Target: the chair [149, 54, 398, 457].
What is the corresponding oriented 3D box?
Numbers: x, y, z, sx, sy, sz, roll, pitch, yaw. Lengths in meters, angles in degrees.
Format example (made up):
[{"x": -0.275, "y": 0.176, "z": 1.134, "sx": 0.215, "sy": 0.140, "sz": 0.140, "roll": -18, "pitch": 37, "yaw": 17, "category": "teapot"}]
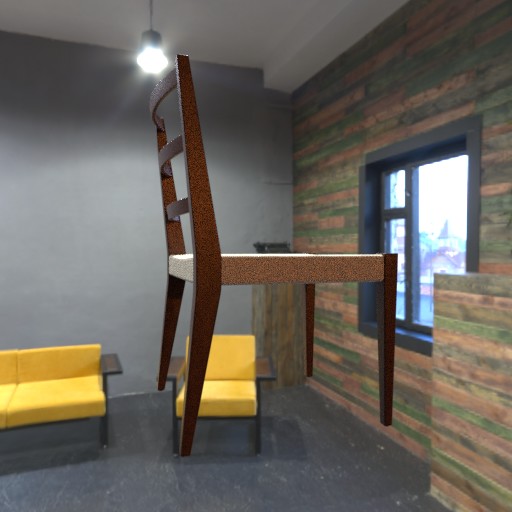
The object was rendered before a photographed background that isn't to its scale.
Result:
[{"x": 0.000, "y": 0.000, "z": 1.185, "sx": 0.551, "sy": 0.813, "sz": 0.480, "roll": 0, "pitch": 1, "yaw": -18, "category": "chair"}]
